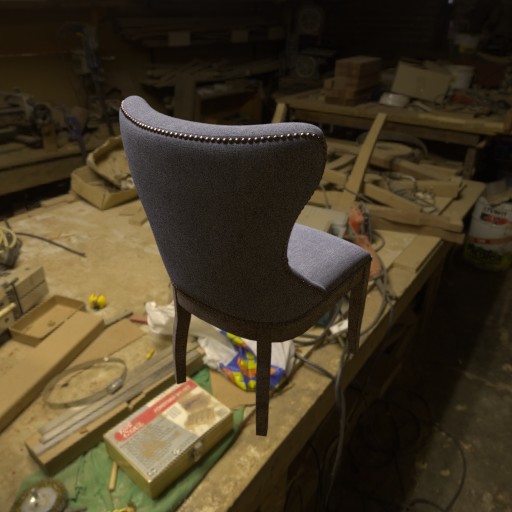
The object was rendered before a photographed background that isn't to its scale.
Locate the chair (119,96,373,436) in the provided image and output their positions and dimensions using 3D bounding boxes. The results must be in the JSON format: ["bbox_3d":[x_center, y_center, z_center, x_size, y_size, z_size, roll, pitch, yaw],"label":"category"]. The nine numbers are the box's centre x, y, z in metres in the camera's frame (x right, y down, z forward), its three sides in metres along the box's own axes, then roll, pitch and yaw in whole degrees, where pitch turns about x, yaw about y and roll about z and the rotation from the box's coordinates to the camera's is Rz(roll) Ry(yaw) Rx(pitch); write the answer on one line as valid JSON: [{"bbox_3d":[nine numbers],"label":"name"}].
[{"bbox_3d":[0.000,0.000,1.462,0.654,1.002,0.681,21,35,32],"label":"chair"}]
